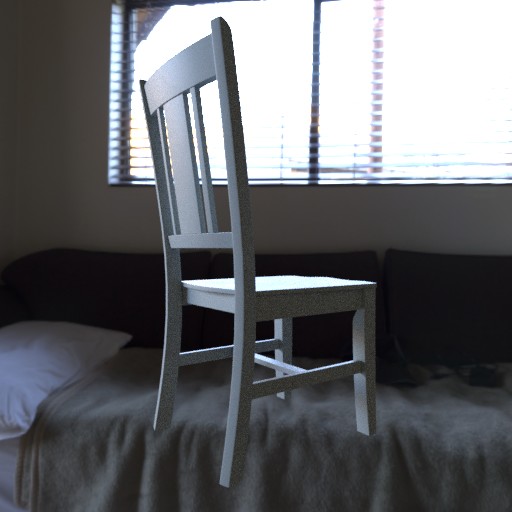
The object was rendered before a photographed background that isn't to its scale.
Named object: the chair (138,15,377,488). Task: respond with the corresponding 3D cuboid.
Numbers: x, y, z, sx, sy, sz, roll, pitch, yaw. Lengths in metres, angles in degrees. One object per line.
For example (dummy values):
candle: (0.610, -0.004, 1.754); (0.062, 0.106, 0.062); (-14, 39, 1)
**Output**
chair: (0.000, 0.000, 1.245); (0.555, 0.998, 0.450); (-1, 1, -36)
